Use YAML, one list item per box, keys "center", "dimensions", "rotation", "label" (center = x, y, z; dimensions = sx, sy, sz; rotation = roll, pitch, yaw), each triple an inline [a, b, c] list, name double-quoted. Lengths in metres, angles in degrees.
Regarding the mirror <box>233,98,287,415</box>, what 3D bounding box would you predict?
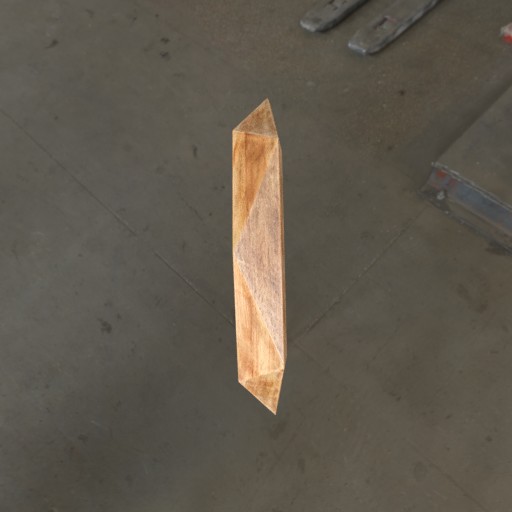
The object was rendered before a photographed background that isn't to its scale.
- center: [0.000, 0.000, 1.089]
  dimensions: [0.091, 0.779, 0.675]
  rotation: [-1, 59, -1]
  label: "mirror"
